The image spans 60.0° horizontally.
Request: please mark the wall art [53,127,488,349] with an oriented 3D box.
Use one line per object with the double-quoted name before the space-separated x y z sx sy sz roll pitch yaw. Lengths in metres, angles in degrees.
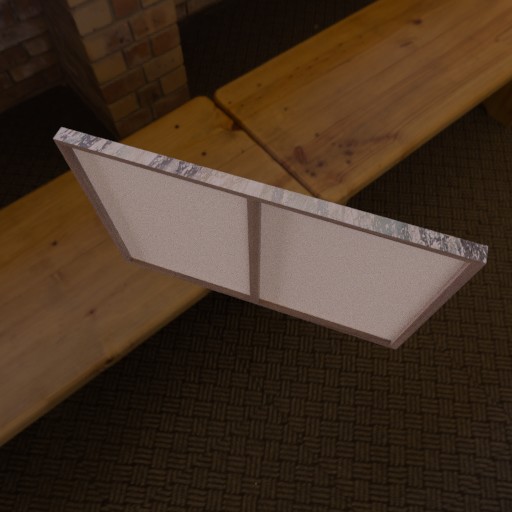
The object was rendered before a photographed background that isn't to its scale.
"wall art" 0.000 0.000 1.167 0.919 0.598 0.038 17 64 9
